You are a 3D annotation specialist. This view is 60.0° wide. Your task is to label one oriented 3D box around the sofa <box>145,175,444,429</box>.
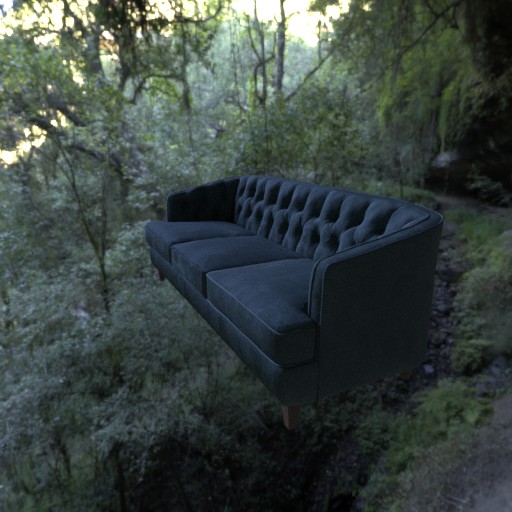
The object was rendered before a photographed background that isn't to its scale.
[{"bbox_3d":[0.000,0.000,2.783,0.941,0.855,2.278,-7,17,-25],"label":"sofa"}]
